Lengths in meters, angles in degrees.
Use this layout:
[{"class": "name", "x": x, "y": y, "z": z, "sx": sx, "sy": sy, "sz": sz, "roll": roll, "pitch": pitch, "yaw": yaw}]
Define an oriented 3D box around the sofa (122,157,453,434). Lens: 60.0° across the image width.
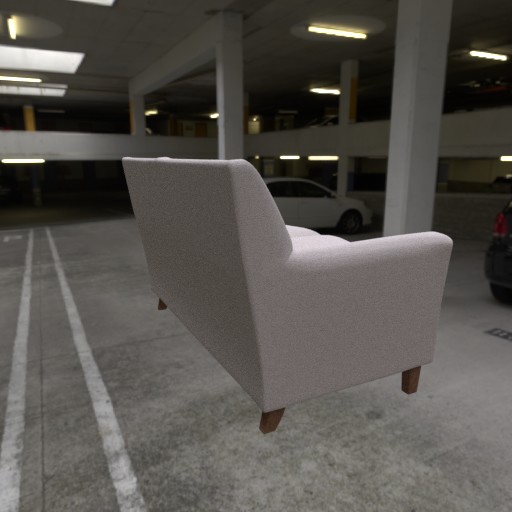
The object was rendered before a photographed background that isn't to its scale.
[{"class": "sofa", "x": 0.000, "y": 0.000, "z": 2.042, "sx": 0.888, "sy": 0.890, "sz": 1.482, "roll": -6, "pitch": 14, "yaw": -26}]
